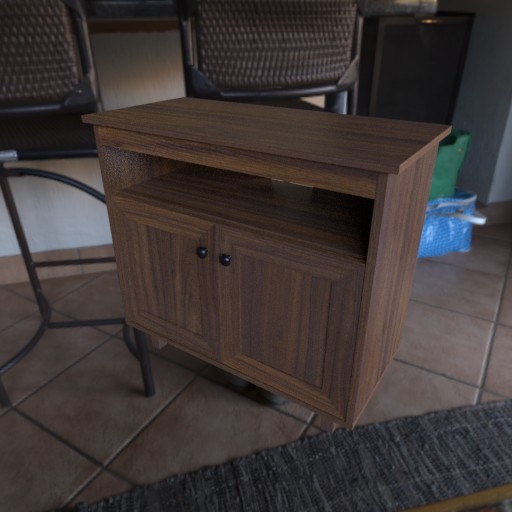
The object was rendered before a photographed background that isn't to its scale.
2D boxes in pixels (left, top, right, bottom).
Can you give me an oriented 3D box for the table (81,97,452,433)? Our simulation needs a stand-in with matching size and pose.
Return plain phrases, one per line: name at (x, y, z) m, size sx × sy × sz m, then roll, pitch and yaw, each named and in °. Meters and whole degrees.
table at (0.000, 0.000, 1.219) m, size 0.802 × 0.725 × 0.390 m, roll 17°, pitch 32°, yaw 29°
